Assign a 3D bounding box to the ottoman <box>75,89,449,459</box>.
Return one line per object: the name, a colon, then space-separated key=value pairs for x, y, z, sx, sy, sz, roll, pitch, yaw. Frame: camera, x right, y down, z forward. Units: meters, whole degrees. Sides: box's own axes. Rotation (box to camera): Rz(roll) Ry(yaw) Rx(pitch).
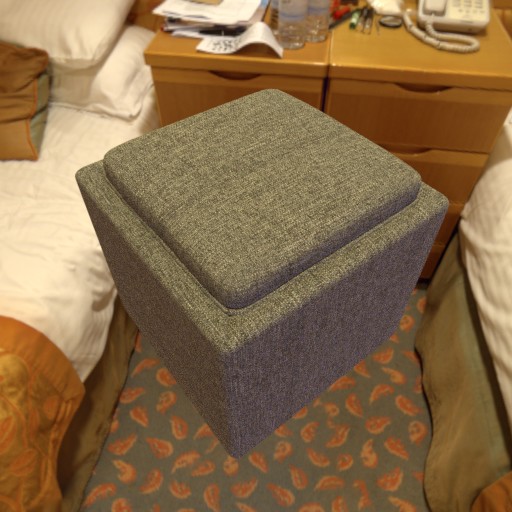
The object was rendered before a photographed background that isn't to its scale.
ottoman: x=0.000 y=0.000 z=0.852 sx=0.450 sy=0.460 sz=0.450 roll=-30 pitch=54 yaw=-25
